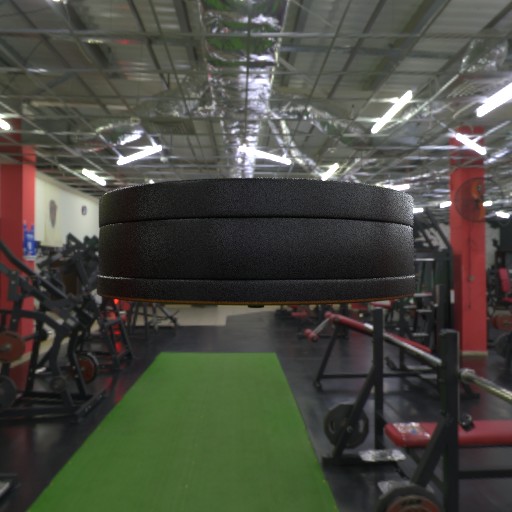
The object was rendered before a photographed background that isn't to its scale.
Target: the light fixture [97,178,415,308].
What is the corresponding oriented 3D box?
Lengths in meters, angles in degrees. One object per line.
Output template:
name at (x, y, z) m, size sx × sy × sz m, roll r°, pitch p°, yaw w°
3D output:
light fixture at (0.000, 0.000, 0.419) m, size 0.283 × 0.097 × 0.283 m, roll 0°, pitch -1°, yaw 0°
